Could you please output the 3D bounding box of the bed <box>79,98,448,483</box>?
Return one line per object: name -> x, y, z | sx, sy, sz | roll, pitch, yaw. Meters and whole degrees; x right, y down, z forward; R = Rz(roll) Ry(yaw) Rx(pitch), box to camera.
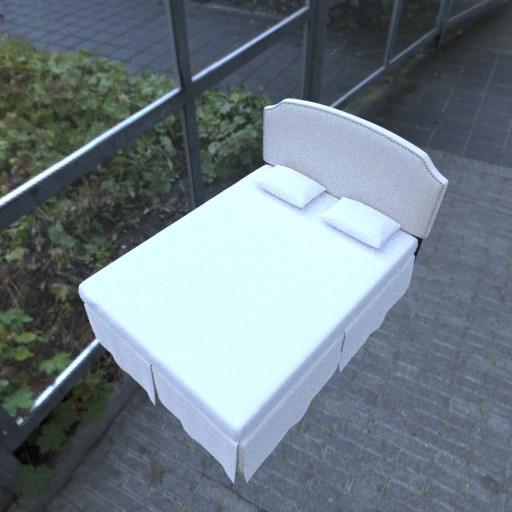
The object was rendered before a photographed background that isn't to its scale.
bed -> 0.000, 0.000, 2.971 | 1.558, 1.270, 1.999 | 32, 54, 28
